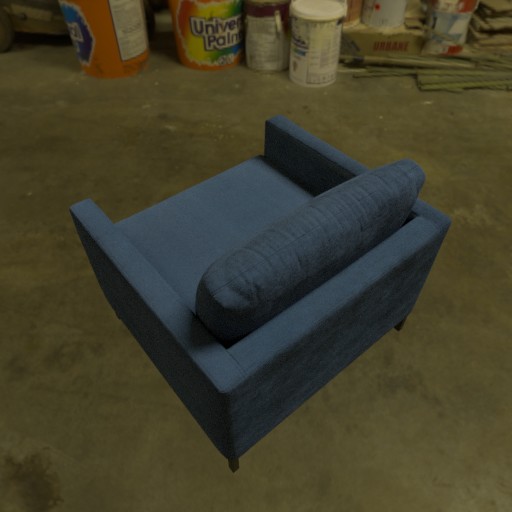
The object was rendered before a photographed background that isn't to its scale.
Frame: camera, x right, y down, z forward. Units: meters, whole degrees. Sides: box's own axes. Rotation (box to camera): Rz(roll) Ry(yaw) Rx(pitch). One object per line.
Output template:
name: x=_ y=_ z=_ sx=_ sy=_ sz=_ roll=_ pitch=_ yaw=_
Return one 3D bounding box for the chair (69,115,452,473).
chair: x=0.000 y=0.000 z=1.601 sx=0.964 sy=0.812 sz=0.875 roll=-31 pitch=55 yaw=-26
